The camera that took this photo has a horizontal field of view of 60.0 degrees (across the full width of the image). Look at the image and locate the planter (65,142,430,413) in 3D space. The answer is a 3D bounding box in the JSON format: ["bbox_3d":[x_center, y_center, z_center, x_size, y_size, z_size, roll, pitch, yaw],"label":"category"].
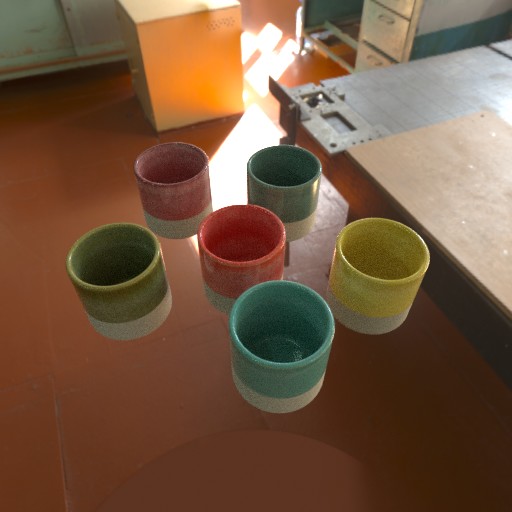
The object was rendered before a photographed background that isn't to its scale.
[{"bbox_3d":[0.000,0.000,0.405,0.286,0.075,0.257,9,48,8],"label":"planter"}]
